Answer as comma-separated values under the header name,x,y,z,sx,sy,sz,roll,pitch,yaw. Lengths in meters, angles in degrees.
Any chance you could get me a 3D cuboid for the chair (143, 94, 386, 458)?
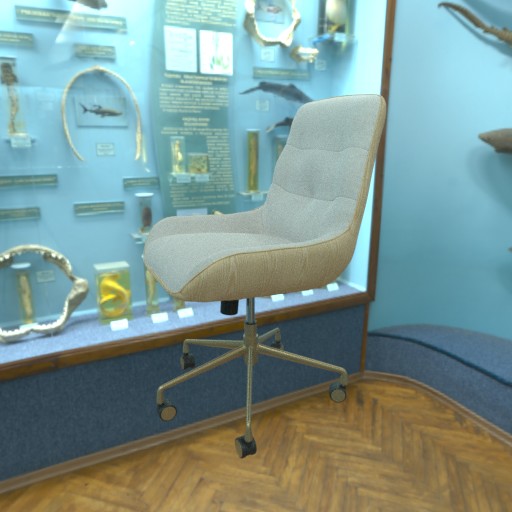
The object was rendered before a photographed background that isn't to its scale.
name,x,y,z,sx,sy,sz,roll,pitch,yaw
chair,0.000,0.000,1.363,0.668,0.952,0.564,-8,17,-25
